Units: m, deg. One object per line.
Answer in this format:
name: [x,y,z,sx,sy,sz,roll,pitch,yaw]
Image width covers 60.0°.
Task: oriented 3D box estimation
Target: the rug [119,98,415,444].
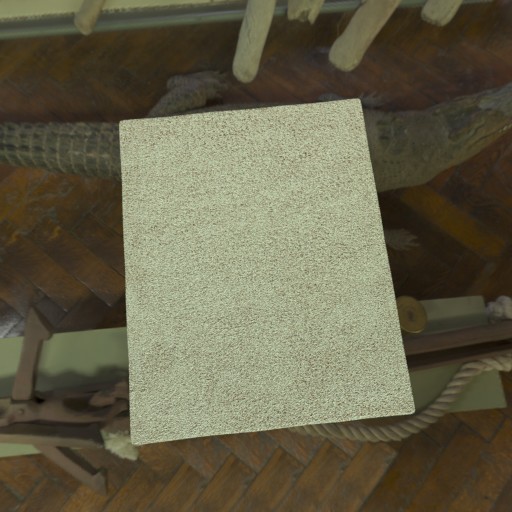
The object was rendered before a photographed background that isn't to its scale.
rug: [0.000,0.000,4.122,2.438,0.029,3.047,-6,77,-1]
